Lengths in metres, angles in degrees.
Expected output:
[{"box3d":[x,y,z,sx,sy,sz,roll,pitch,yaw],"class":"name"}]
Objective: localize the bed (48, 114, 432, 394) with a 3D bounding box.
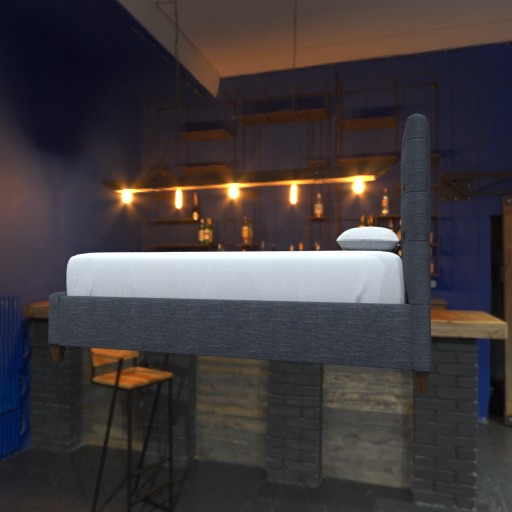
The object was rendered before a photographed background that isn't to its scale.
[{"box3d":[0.000,0.000,3.382,2.387,1.427,1.698,0,-1,18],"class":"bed"}]
